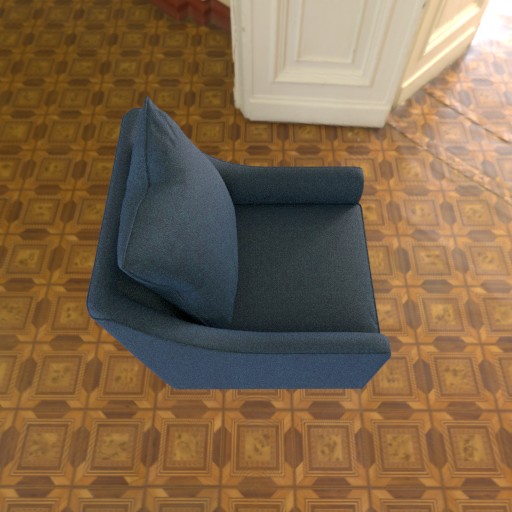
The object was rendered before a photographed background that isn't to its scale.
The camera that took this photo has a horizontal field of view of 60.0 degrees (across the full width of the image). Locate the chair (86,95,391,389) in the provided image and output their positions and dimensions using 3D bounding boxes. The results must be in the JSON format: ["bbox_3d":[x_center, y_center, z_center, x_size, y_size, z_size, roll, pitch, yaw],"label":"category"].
[{"bbox_3d":[0.000,0.000,1.592,0.870,0.939,0.750,0,61,0],"label":"chair"}]
